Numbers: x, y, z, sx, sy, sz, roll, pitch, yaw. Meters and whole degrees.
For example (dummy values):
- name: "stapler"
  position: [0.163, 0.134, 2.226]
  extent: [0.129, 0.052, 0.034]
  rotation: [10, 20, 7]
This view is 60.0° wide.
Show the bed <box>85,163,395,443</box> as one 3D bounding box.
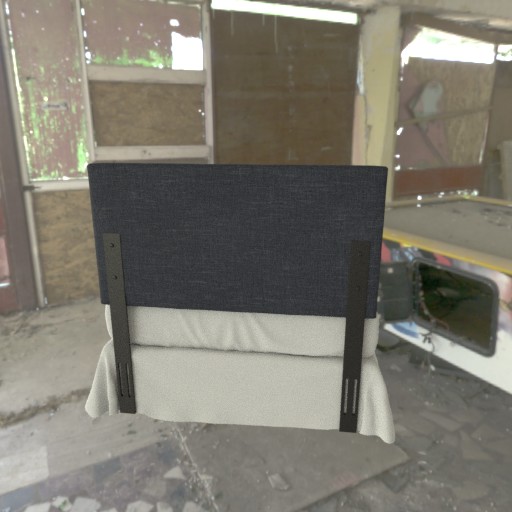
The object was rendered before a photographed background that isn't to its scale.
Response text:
- name: "bed"
  position: [0.000, 0.000, 3.518]
  extent: [1.936, 1.577, 2.222]
  rotation: [2, 16, 7]
